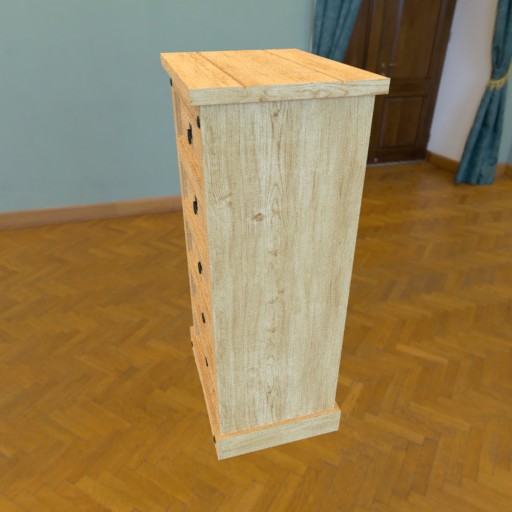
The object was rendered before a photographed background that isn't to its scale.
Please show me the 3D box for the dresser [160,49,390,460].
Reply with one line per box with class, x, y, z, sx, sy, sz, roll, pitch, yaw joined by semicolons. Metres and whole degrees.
dresser;0.000;0.000;1.297;0.390;1.041;0.531;-8;32;-14
